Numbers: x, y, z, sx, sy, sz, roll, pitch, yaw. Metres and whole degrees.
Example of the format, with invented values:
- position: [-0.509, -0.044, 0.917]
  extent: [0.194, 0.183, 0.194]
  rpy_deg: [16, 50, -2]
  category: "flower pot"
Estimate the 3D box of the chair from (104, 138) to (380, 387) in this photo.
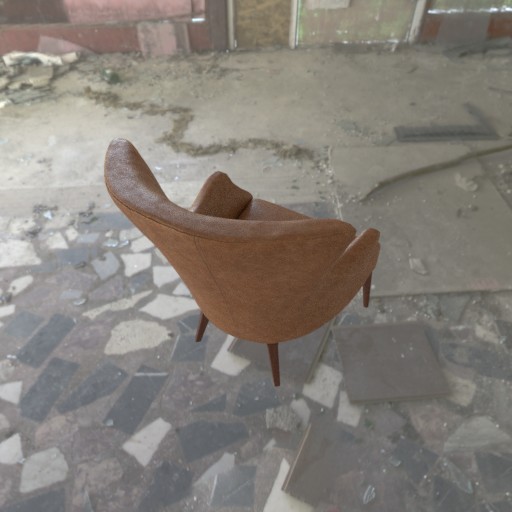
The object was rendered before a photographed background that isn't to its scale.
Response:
- position: [0.000, 0.000, 1.746]
  extent: [0.846, 1.067, 0.955]
  rpy_deg: [24, 50, 22]
  category: "chair"
